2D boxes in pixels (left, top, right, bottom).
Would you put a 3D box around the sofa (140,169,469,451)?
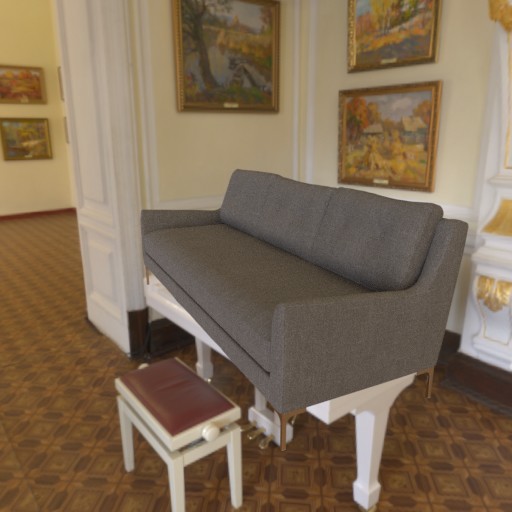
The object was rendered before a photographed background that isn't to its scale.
[{"bbox_3d":[0.000,0.000,2.505,0.849,0.837,2.060,-8,18,-26],"label":"sofa"}]
